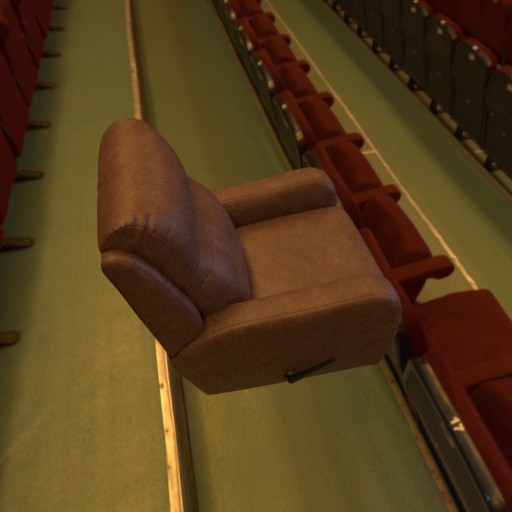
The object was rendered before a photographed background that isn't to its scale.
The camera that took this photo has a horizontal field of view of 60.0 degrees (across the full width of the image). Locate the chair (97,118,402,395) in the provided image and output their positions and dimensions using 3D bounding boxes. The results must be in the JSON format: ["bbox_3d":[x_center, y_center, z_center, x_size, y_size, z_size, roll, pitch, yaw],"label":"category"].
[{"bbox_3d":[0.000,0.000,1.852,1.067,1.067,0.865,-10,48,-9],"label":"chair"}]
